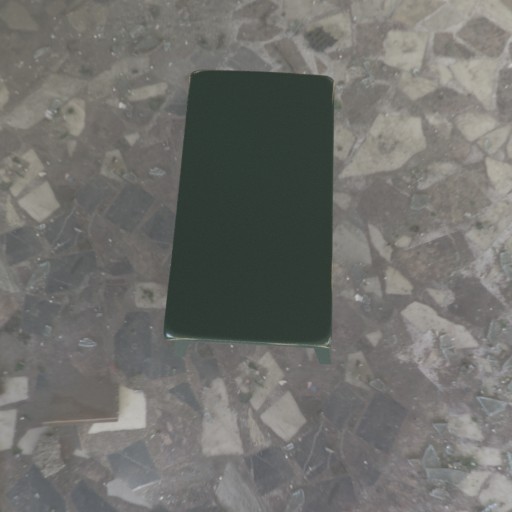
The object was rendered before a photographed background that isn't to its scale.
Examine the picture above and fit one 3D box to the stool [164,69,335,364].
[{"bbox_3d":[0.000,0.000,1.035,0.476,0.737,0.457,3,75,1],"label":"stool"}]
